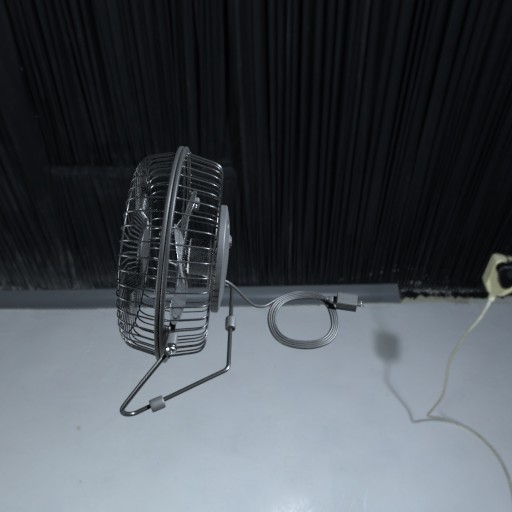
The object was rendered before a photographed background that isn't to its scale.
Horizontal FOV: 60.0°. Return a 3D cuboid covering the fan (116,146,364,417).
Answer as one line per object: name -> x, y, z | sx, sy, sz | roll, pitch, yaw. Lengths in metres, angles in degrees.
fan -> 0.000, 0.000, 0.388 | 0.227, 0.188, 0.209 | 0, 40, 0
